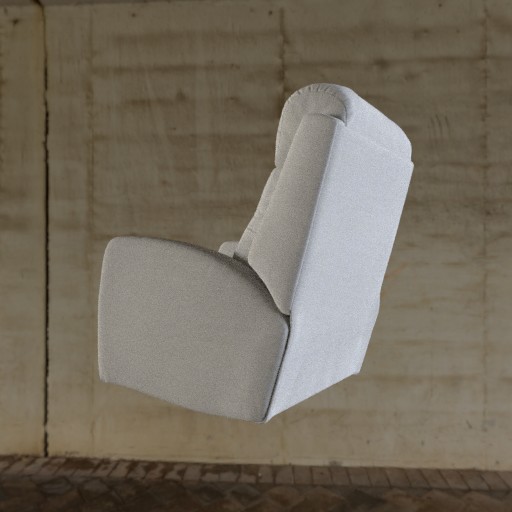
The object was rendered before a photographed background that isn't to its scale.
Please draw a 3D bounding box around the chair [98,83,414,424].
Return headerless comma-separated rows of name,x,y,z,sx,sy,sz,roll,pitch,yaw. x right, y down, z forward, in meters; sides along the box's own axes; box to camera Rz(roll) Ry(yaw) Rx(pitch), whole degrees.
chair,0.000,0.000,1.715,1.043,1.013,0.798,0,0,36
